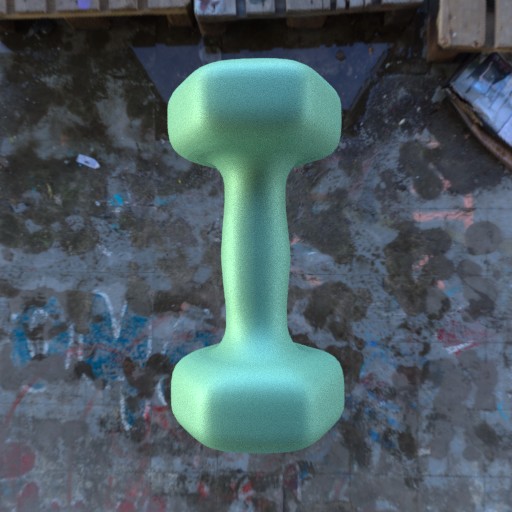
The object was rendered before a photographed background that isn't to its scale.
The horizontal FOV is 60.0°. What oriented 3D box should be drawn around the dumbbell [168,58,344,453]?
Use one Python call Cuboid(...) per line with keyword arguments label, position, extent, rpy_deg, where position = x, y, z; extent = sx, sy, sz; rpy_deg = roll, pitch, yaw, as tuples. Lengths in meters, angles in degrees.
Cuboid(label="dumbbell", position=(0.000, 0.000, 0.325), extent=(0.129, 0.117, 0.260), rpy_deg=(0, 90, 1))
